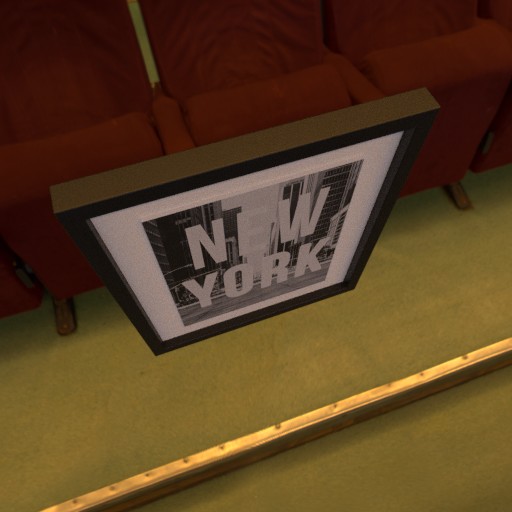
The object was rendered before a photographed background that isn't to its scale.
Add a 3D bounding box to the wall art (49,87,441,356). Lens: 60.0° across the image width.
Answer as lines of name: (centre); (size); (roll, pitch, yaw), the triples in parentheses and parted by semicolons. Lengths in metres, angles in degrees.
wall art: (0.000, 0.000, 0.527); (0.328, 0.381, 0.028); (-17, 63, -9)
